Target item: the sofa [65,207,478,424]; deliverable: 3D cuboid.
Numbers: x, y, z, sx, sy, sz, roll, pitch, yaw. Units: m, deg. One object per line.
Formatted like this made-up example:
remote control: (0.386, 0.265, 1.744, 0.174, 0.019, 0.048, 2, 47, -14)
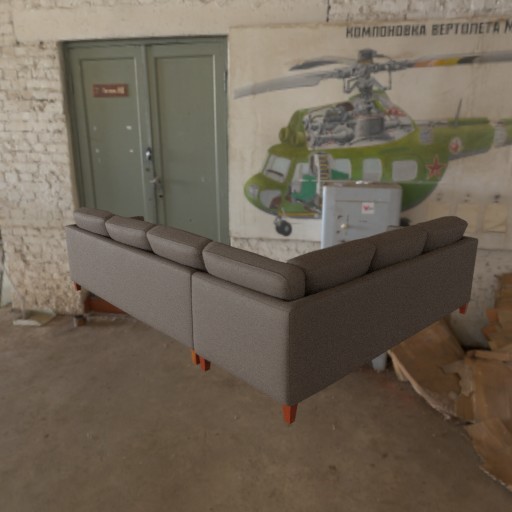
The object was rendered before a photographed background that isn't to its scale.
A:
sofa: (0.000, 0.000, 4.431, 2.593, 0.947, 3.302, -14, 20, -41)
